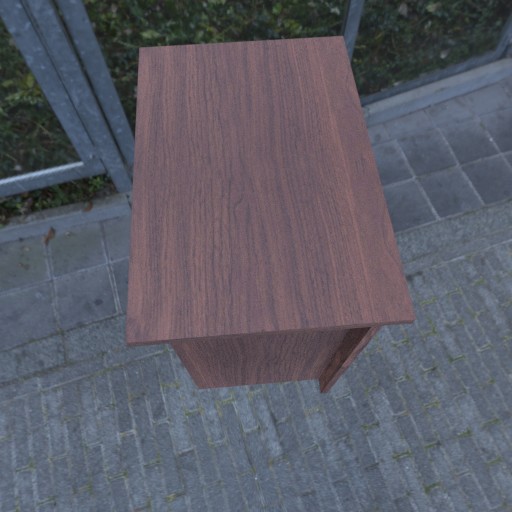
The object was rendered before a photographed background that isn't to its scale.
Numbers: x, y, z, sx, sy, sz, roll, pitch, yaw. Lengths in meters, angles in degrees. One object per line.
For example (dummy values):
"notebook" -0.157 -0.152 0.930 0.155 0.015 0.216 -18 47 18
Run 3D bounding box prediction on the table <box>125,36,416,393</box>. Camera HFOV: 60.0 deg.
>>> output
"table" 0.000 0.000 1.058 0.406 0.711 0.589 -4 63 -2
